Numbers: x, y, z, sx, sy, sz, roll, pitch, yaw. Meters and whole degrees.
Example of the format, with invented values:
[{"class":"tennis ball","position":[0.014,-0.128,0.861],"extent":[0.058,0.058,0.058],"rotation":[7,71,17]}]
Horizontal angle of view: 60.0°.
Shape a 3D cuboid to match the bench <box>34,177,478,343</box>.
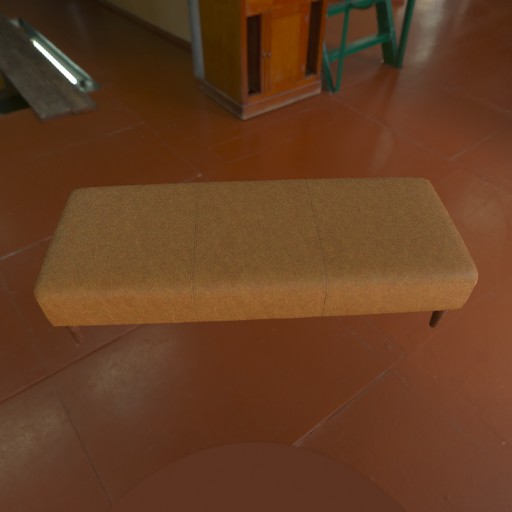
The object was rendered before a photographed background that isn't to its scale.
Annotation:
[{"class":"bench","position":[0.000,0.000,1.895],"extent":[1.610,0.399,0.653],"rotation":[-2,46,-2]}]
